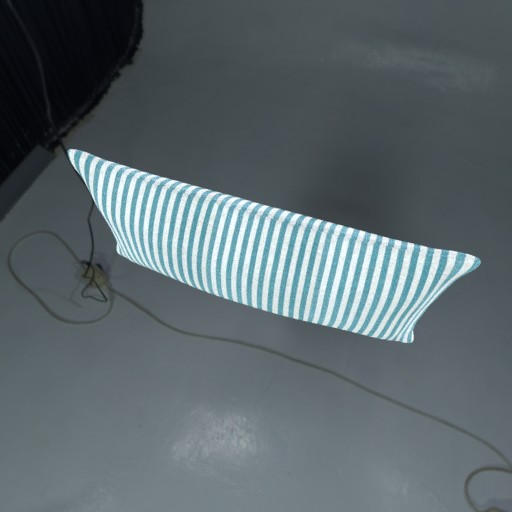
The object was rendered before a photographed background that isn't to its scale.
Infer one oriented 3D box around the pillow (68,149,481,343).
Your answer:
[{"bbox_3d":[0.000,0.000,0.749,0.617,0.295,0.151,16,59,10],"label":"pillow"}]
